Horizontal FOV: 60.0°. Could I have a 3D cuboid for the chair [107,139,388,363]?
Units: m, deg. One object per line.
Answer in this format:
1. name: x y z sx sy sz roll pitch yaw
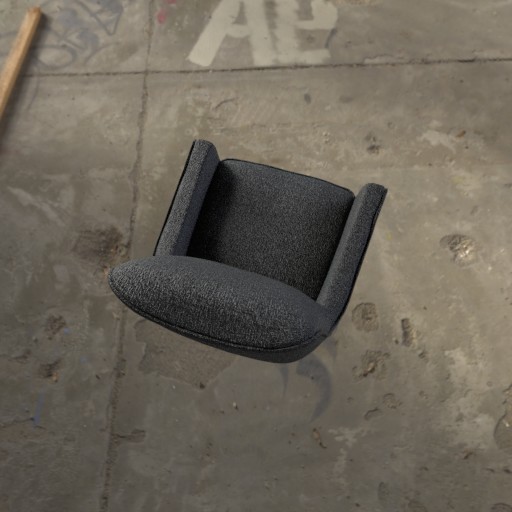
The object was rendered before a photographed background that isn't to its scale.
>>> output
1. chair: 0.000 0.000 1.525 0.763 0.883 0.859 16 65 8
